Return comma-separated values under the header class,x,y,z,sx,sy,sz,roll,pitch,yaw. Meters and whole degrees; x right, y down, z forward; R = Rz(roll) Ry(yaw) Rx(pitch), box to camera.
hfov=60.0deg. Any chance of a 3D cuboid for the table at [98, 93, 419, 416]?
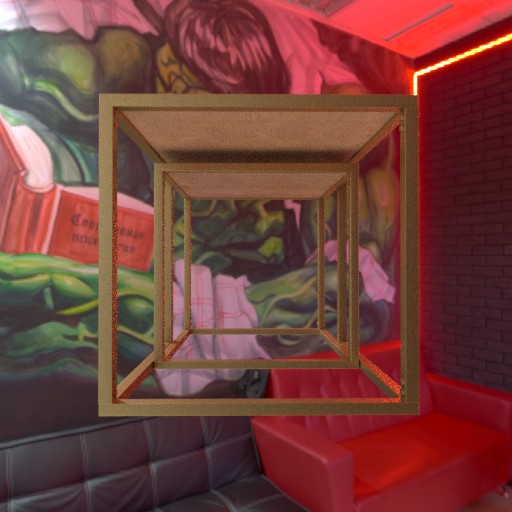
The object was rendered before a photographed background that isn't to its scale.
class,x,y,z,sx,sy,sz,roll,pitch,yaw
table,0.000,0.000,1.074,0.505,0.505,0.762,0,0,-1
